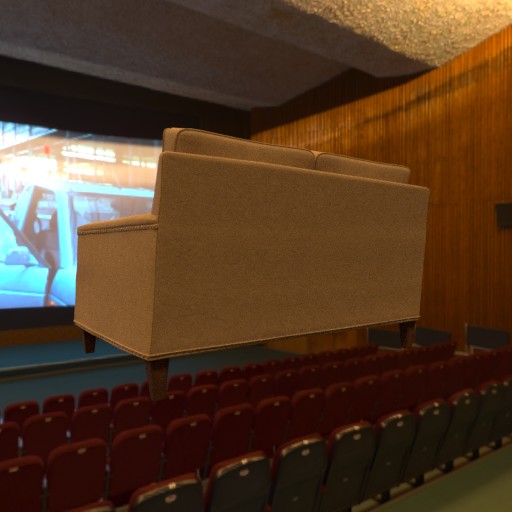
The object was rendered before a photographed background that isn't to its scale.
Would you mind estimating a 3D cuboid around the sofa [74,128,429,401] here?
[{"bbox_3d":[0.000,0.000,2.327,1.597,1.002,1.084,-1,1,-36],"label":"sofa"}]
